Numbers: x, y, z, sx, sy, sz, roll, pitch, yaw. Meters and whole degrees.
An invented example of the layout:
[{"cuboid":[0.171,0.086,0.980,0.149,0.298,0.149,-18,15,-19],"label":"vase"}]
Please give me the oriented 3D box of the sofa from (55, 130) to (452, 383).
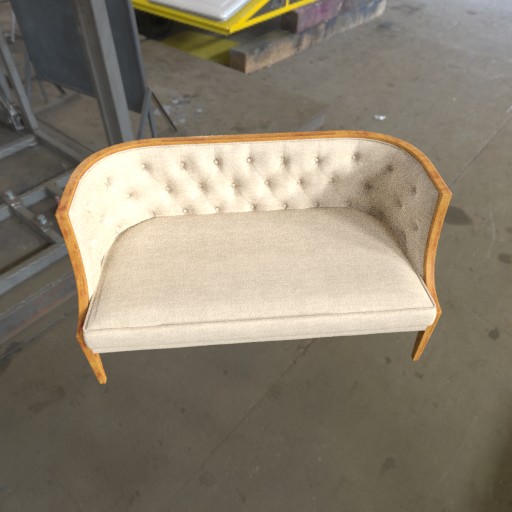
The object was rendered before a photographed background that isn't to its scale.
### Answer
[{"cuboid":[0.000,0.000,1.965,1.474,0.775,0.770,-3,45,-3],"label":"sofa"}]
